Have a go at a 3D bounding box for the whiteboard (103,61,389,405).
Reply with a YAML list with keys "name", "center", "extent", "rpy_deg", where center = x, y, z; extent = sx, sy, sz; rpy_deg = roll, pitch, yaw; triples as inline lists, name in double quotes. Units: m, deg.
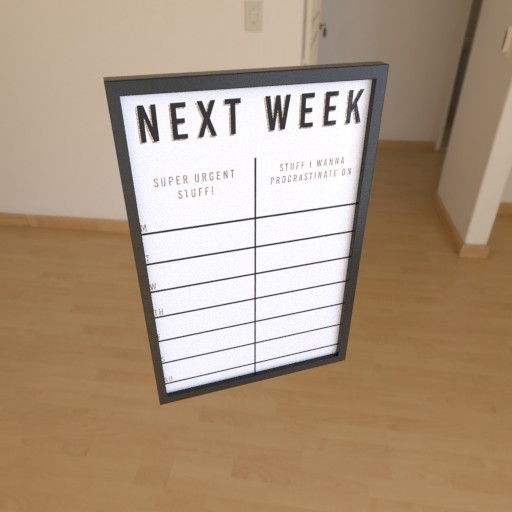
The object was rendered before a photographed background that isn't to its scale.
- name: "whiteboard"
  center: [0.000, 0.000, 0.777]
  extent: [0.406, 0.611, 0.026]
  rpy_deg: [-10, 34, -15]
